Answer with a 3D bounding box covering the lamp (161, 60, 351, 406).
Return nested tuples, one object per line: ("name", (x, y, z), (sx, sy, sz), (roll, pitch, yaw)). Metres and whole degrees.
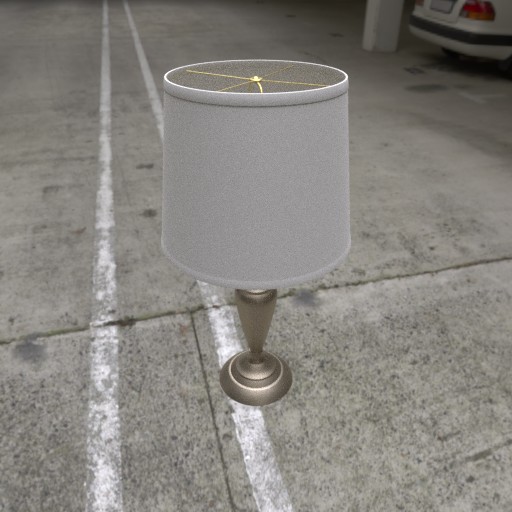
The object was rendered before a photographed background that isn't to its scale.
("lamp", (0.000, 0.000, 0.803), (0.328, 0.619, 0.328), (0, 32, 0))
